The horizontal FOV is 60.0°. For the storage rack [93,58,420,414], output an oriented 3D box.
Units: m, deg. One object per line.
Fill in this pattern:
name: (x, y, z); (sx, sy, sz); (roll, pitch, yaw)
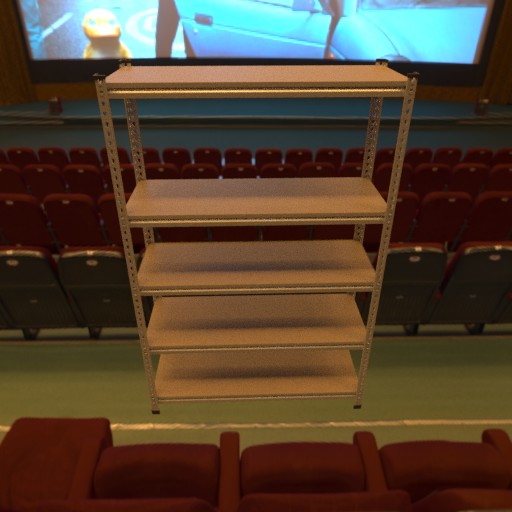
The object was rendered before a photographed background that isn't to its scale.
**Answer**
storage rack: (0.000, 0.000, 2.303); (1.219, 1.829, 0.457); (-1, 31, -2)
